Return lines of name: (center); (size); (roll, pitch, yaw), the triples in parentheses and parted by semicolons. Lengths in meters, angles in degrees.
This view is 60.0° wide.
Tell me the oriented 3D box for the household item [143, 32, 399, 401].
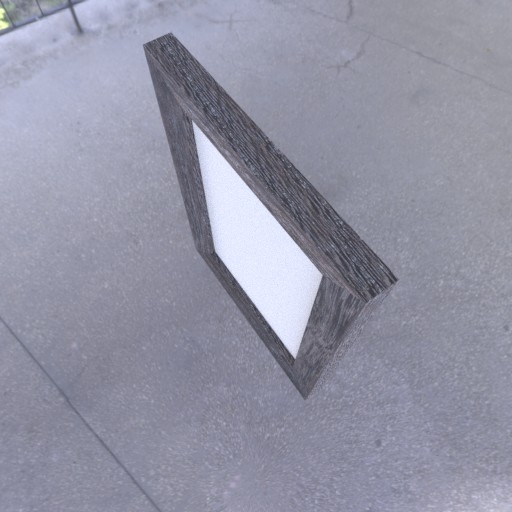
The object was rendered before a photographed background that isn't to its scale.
household item: (0.000, 0.000, 0.278); (0.020, 0.210, 0.160); (-32, 68, -15)
